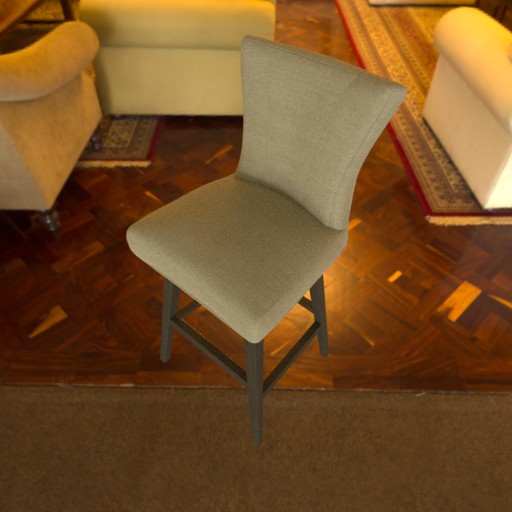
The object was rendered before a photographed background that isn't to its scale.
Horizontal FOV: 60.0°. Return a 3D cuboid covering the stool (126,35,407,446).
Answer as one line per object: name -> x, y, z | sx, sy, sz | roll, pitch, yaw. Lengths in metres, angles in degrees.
stool -> 0.000, 0.000, 1.387 | 0.514, 1.086, 0.574 | 32, 54, 28
